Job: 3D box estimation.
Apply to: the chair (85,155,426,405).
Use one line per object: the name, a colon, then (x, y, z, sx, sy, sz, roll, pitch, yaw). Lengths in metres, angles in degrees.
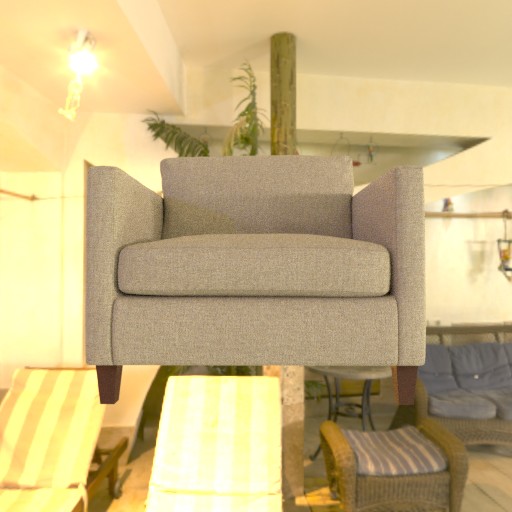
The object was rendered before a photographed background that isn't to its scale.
chair: (0.000, 0.000, 1.840, 1.107, 0.961, 0.959, 0, -1, 0)
